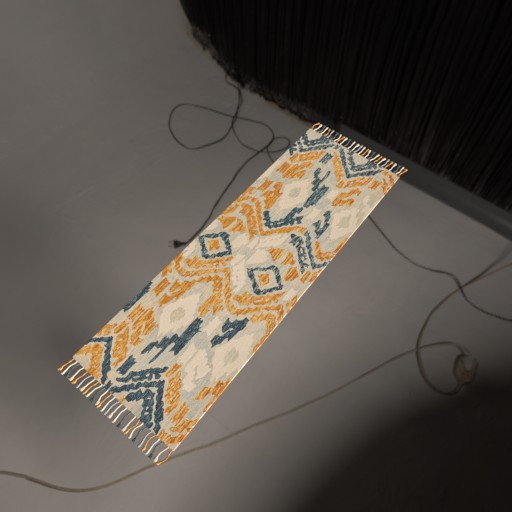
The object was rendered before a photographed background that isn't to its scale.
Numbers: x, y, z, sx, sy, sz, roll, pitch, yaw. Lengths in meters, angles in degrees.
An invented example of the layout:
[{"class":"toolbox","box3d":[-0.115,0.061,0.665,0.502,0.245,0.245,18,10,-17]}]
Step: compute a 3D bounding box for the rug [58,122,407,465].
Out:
[{"class":"rug","box3d":[0.000,0.000,2.735,0.783,0.010,2.437,34,65,19]}]
